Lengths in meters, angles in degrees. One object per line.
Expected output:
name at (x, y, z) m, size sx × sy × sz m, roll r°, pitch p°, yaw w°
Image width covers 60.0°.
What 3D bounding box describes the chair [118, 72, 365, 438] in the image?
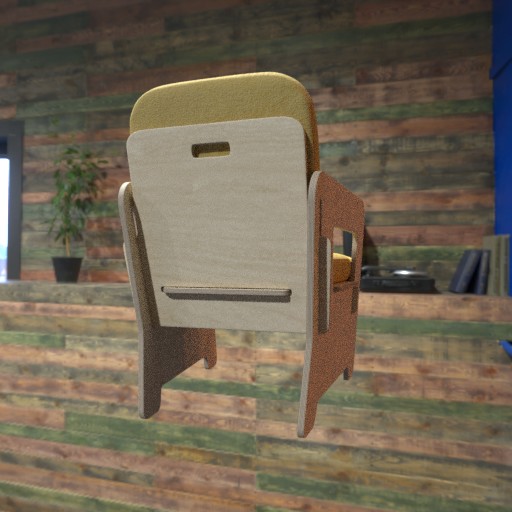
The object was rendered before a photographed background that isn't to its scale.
chair at (0.000, 0.000, 1.305) m, size 0.590 × 0.800 × 0.710 m, roll 0°, pitch 0°, yaw 17°
